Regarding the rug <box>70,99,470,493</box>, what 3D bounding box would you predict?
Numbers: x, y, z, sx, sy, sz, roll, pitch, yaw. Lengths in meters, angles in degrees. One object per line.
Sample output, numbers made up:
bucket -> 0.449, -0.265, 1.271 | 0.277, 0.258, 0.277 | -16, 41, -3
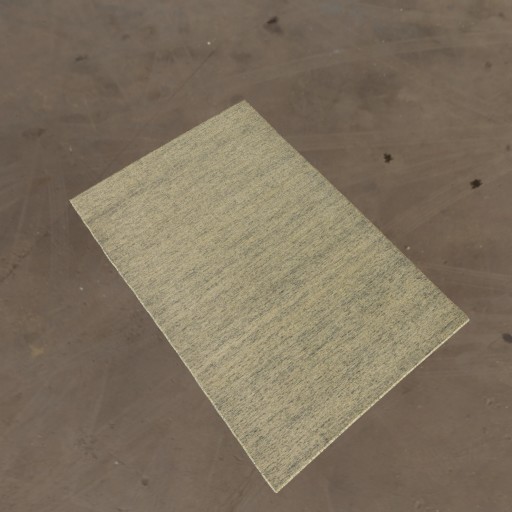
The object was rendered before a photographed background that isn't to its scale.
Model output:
rug -> 0.000, 0.000, 2.337 | 1.243, 0.014, 1.846 | -35, 69, -15
